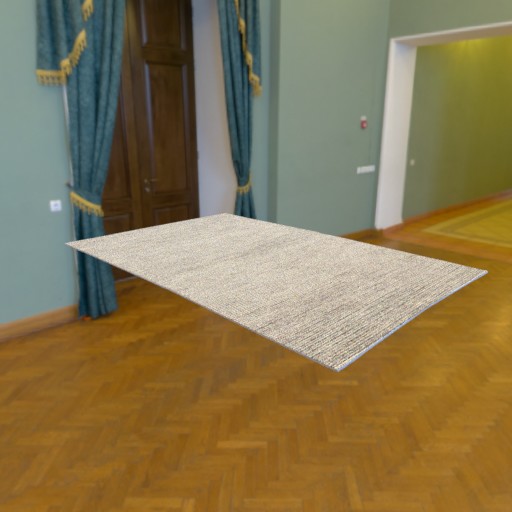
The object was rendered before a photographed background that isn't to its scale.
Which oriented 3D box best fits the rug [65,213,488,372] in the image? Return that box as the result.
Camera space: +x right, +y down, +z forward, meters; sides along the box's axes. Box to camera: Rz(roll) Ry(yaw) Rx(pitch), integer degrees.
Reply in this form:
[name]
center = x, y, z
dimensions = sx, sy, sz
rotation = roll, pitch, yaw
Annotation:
[rug]
center = 0.000, 0.000, 2.199
dimensions = 1.162, 0.022, 1.804
rotation = -16, 23, -42
